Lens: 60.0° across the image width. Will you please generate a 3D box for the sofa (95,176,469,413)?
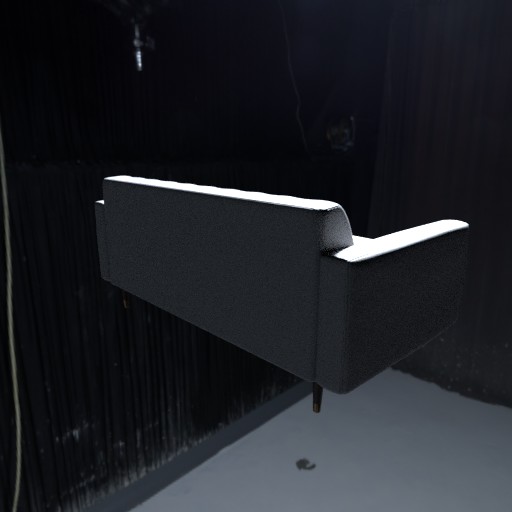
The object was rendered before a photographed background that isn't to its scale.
[{"bbox_3d":[0.000,0.000,2.417,0.969,0.814,1.895,-14,20,-42],"label":"sofa"}]
